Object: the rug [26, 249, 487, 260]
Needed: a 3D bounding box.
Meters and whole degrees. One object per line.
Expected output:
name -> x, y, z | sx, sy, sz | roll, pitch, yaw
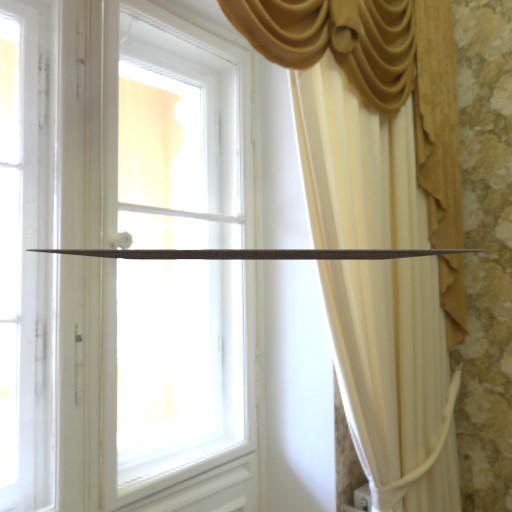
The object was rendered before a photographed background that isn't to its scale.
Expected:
rug -> 0.000, 0.000, 4.040 | 2.980, 0.012, 2.363 | 0, -2, 0
